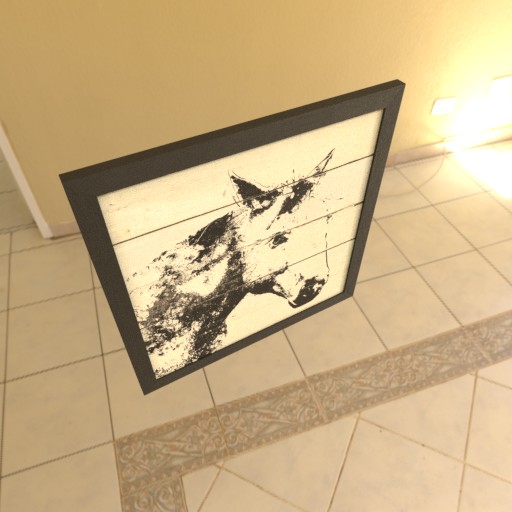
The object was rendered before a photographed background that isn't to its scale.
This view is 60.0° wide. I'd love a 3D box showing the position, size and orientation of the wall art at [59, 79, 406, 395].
[{"bbox_3d":[0.000,0.000,1.541,1.016,1.016,0.038,-22,50,-20],"label":"wall art"}]
